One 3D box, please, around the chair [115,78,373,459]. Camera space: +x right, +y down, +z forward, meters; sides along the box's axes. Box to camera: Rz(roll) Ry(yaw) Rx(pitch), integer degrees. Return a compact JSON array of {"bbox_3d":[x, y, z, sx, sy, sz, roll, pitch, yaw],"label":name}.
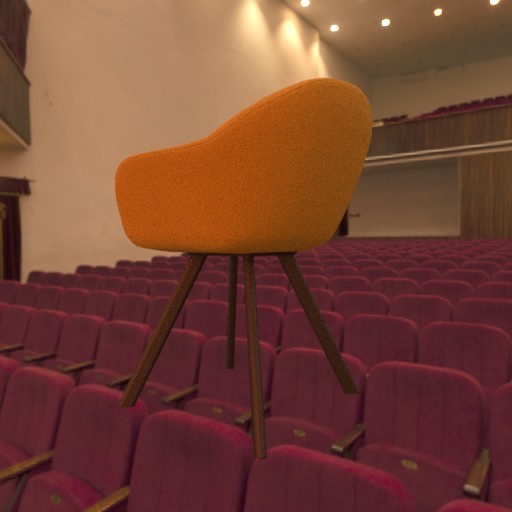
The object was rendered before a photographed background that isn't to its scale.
[{"bbox_3d":[0.000,0.000,1.153,0.565,0.775,0.545,1,2,36],"label":"chair"}]
